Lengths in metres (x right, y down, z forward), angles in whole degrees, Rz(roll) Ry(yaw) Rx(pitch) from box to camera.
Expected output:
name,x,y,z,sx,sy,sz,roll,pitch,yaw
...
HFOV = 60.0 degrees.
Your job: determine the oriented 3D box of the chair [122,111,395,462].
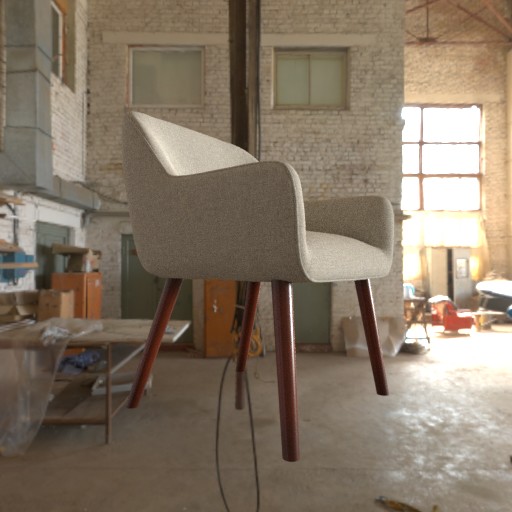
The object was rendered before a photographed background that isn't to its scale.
name,x,y,z,sx,sy,sz,roll,pitch,yaw
chair,0.000,0.000,1.256,0.610,0.813,0.610,-1,-1,35
